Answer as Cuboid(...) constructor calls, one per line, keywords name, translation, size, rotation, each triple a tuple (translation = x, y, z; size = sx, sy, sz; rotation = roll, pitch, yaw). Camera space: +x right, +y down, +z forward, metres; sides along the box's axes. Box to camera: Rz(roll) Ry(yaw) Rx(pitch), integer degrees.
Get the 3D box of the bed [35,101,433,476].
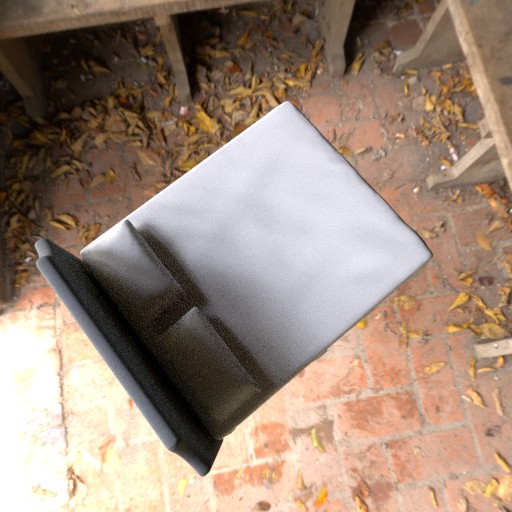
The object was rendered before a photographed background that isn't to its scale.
Cuboid(name="bed", translation=(0.000, 0.000, 3.249), size=(2.259, 1.296, 1.811), rotation=(-38, 79, -9))
